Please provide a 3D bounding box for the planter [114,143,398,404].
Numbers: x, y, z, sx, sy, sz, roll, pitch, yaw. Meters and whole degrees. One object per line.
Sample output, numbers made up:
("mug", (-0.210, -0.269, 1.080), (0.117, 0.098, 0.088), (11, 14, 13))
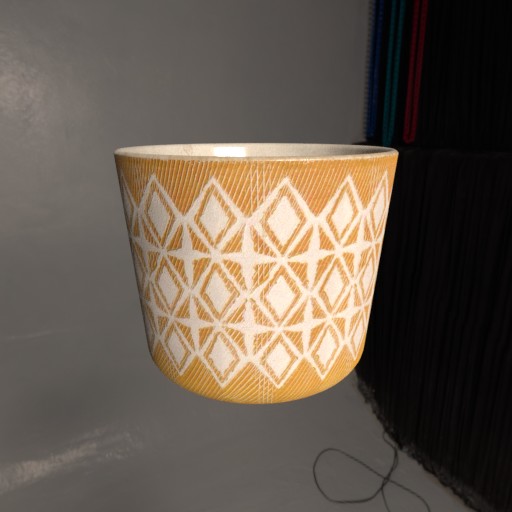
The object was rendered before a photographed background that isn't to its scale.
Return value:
("planter", (0.000, 0.000, 0.220), (0.126, 0.104, 0.126), (0, 16, 0))
